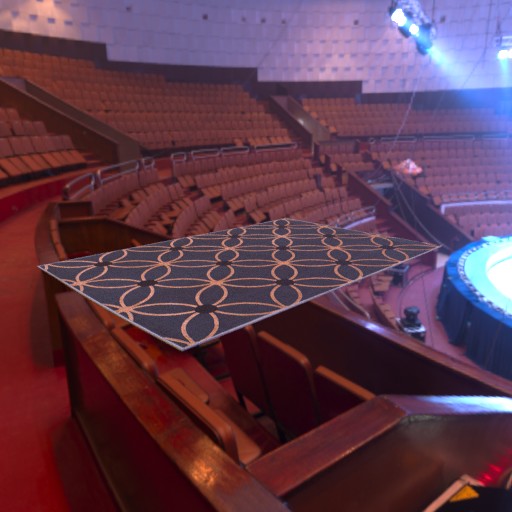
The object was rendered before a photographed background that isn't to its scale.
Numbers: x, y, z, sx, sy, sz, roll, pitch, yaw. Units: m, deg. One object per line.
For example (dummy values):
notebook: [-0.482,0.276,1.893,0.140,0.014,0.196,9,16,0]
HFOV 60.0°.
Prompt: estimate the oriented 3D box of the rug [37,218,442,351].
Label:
rug: [0.000,0.000,2.941,2.284,0.008,1.522,-15,21,-42]
